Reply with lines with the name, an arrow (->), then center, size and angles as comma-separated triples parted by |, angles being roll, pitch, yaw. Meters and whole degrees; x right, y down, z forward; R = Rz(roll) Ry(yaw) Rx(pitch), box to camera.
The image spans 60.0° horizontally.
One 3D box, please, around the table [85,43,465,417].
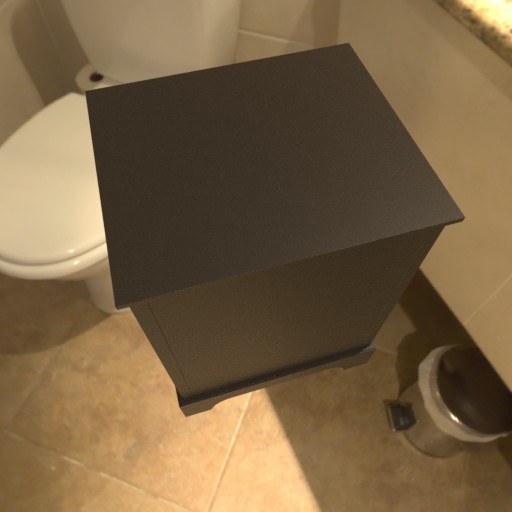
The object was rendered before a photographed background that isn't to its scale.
table -> 0.000, 0.000, 0.909 | 0.460, 0.610, 0.399 | -14, 60, -8
